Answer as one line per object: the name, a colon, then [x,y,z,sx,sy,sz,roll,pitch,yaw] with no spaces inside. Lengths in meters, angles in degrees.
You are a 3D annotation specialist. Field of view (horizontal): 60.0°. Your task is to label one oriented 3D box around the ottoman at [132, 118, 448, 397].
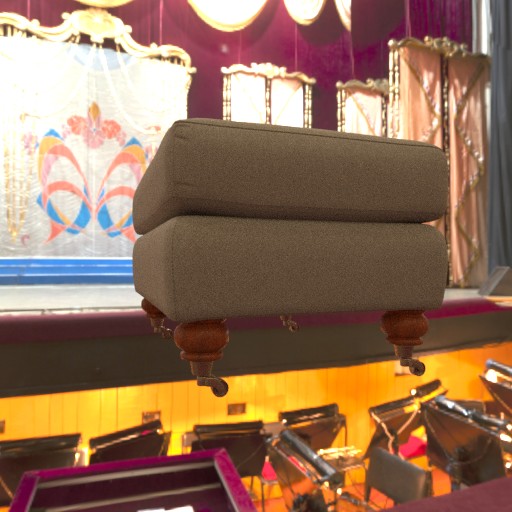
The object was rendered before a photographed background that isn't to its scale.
ottoman: [0.000,0.000,1.127,0.569,0.499,0.773,0,-1,-20]
